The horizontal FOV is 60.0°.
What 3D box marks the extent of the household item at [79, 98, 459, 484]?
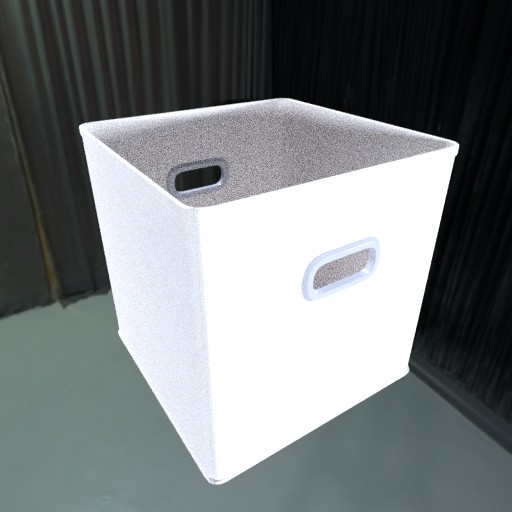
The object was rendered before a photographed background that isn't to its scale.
[{"bbox_3d":[0.000,0.000,0.553,0.305,0.305,0.305,-18,34,-29],"label":"household item"}]
